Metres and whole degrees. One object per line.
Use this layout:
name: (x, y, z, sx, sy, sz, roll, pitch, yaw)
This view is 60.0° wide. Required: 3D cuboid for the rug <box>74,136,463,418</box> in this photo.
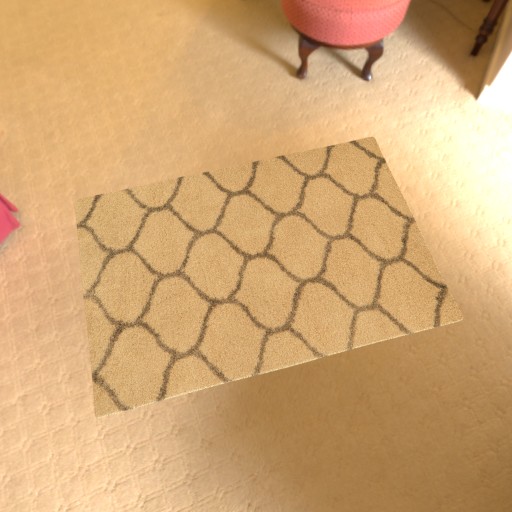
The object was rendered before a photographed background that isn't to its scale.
rug: (0.000, 0.000, 3.505, 2.701, 0.026, 1.801, -13, 65, -6)
